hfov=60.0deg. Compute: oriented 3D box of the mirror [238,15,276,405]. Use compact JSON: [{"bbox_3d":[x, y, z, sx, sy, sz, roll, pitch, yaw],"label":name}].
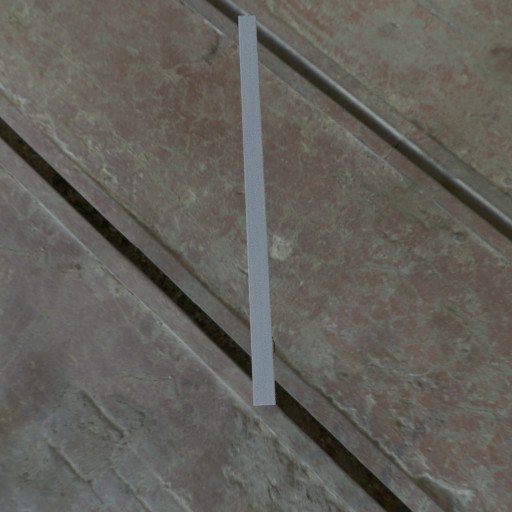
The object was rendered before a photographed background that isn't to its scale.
[{"bbox_3d":[0.000,0.000,1.309,0.040,1.016,0.762,-2,76,-1],"label":"mirror"}]
